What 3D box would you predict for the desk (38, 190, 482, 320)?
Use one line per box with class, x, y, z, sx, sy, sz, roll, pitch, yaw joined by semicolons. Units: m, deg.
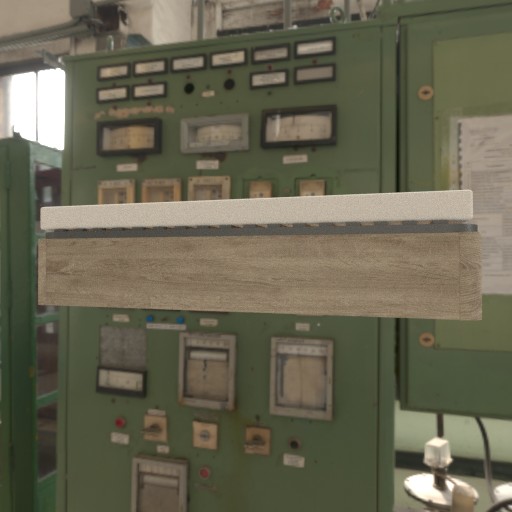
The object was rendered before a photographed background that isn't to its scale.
desk;0.000;0.000;2.212;1.900;0.455;0.900;0;0;17
